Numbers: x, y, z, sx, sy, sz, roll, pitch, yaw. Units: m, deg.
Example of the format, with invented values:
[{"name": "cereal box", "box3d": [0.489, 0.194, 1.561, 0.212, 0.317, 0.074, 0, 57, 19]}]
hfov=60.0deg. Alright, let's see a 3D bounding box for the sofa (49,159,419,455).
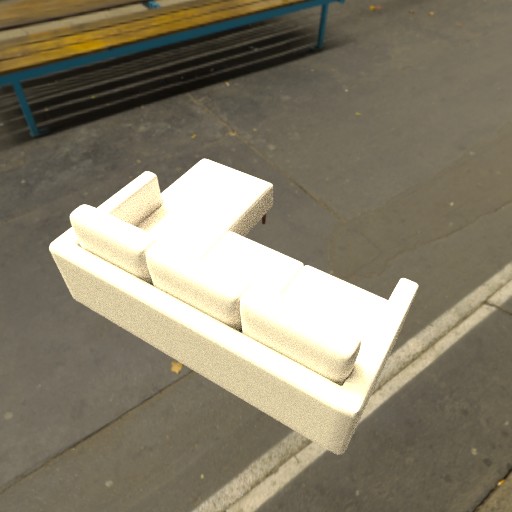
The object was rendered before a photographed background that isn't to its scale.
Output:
[{"name": "sofa", "box3d": [0.000, 0.000, 2.943, 2.029, 0.899, 1.580, 24, 52, 21]}]
